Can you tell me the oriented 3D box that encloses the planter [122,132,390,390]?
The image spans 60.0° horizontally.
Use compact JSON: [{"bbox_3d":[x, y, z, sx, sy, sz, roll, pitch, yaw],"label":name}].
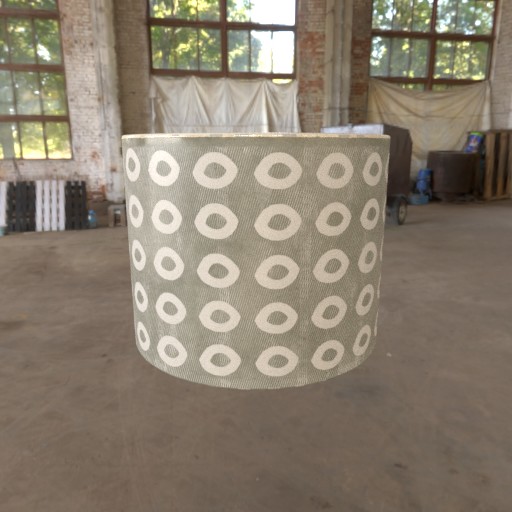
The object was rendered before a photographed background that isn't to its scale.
[{"bbox_3d":[0.000,0.000,0.458,0.250,0.239,0.250,0,14,0],"label":"planter"}]
